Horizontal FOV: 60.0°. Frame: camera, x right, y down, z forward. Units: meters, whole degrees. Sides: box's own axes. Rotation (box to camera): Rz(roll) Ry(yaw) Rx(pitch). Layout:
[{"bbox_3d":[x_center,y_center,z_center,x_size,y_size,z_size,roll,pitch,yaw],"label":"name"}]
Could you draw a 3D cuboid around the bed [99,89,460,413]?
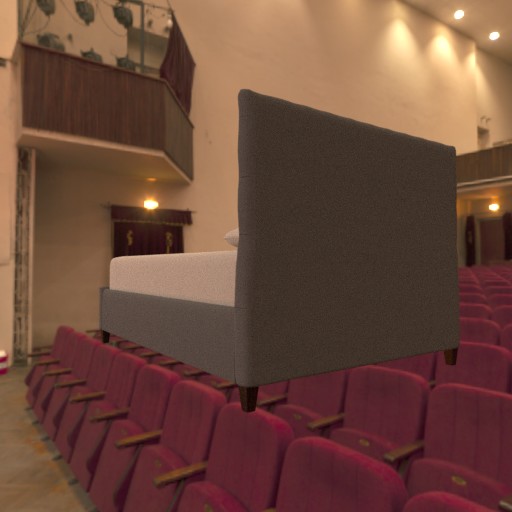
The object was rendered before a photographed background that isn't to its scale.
[{"bbox_3d":[0.000,0.000,3.303,1.698,1.427,2.231,1,-2,-35],"label":"bed"}]
